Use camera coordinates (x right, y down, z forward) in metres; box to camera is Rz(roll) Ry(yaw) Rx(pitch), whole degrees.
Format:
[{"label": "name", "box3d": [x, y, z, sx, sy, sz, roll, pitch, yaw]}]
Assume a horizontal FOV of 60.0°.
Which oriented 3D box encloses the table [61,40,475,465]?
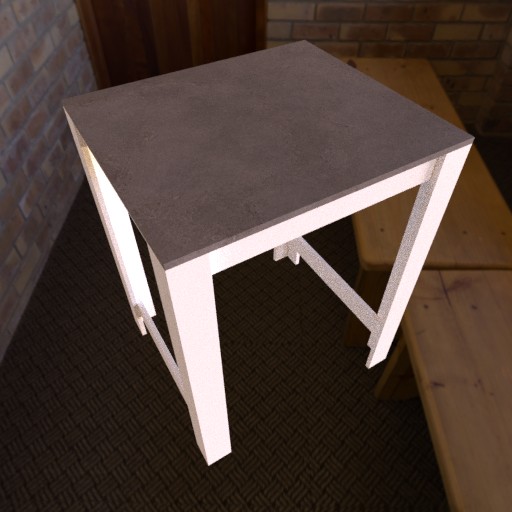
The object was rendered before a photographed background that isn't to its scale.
[{"label": "table", "box3d": [0.000, 0.000, 1.493, 0.800, 1.020, 0.700, -24, 51, -21]}]
